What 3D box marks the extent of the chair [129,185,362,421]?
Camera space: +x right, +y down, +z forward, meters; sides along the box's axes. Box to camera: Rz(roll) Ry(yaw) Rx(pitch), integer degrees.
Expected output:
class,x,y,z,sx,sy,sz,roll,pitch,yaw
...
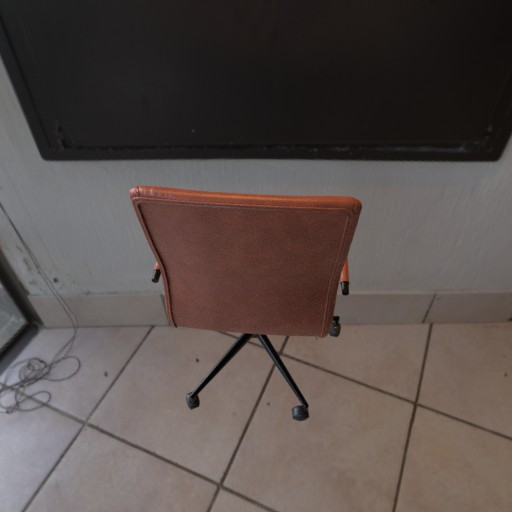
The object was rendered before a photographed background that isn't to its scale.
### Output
class,x,y,z,sx,sy,sz,roll,pitch,yaw
chair,0.000,0.000,1.263,0.600,0.878,0.578,4,47,3
